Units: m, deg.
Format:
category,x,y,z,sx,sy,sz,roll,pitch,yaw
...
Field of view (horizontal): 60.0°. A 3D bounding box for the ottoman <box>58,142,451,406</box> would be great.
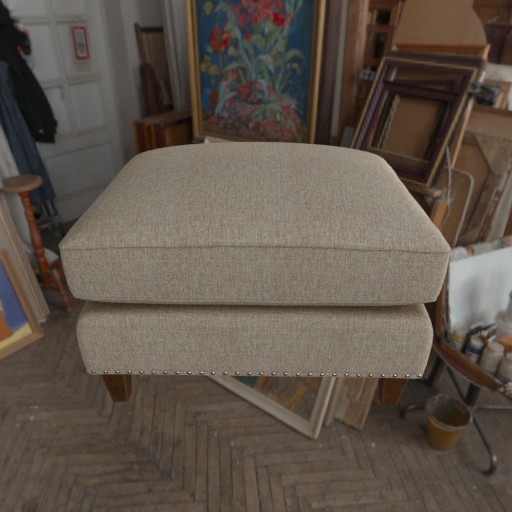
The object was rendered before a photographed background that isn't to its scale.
category,x,y,z,sx,sy,sz,roll,pitch,yaw
ottoman,0.000,0.000,1.142,0.741,0.513,0.584,1,30,1
